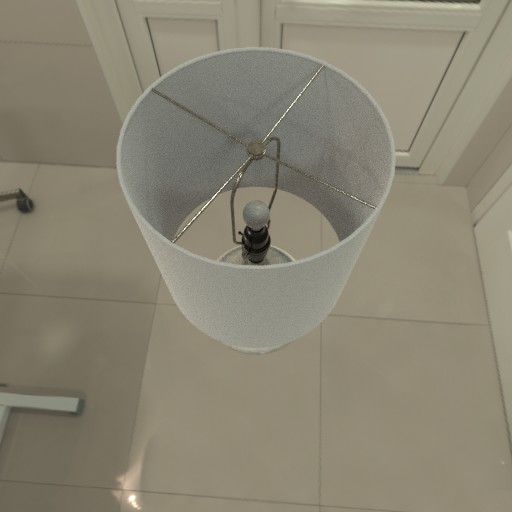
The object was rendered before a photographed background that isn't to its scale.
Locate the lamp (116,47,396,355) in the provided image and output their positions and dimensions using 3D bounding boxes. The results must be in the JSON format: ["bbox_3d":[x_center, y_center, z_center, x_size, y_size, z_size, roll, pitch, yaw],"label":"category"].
[{"bbox_3d":[0.000,0.000,0.527,0.216,0.404,0.216,3,64,2],"label":"lamp"}]
